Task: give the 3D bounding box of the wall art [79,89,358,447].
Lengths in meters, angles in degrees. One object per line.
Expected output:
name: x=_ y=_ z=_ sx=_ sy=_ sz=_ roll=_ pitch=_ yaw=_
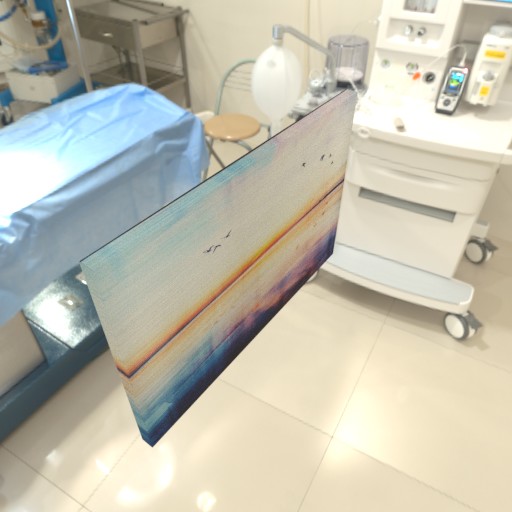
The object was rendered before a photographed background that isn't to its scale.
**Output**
wall art: x=0.000 y=0.000 z=1.181 sx=0.037 sy=0.605 sz=0.911 roll=26 pitch=48 yaw=27
